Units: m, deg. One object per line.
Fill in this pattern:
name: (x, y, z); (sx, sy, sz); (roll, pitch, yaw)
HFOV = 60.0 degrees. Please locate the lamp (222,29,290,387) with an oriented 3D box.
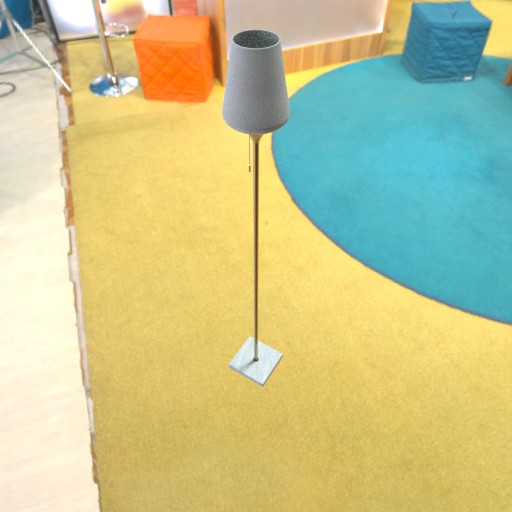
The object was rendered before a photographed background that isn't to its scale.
lamp: (0.000, 0.000, 1.926); (0.232, 1.813, 0.229); (25, 52, 21)
